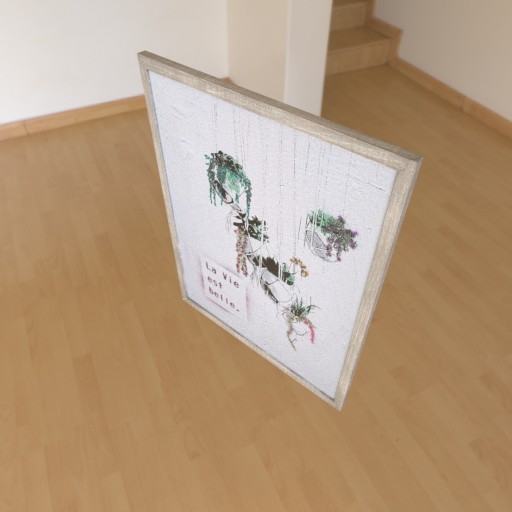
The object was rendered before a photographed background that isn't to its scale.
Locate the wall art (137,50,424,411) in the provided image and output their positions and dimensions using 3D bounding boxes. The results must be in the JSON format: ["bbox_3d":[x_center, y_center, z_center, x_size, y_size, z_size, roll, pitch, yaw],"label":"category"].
[{"bbox_3d":[0.000,0.000,1.354,0.781,1.022,0.035,30,53,26],"label":"wall art"}]
